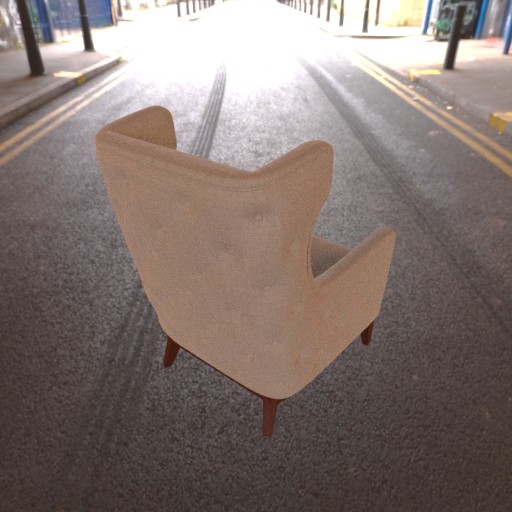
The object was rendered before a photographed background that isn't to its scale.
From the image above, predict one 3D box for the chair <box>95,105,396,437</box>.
[{"bbox_3d":[0.000,0.000,1.703,0.778,1.079,0.899,23,38,33],"label":"chair"}]
